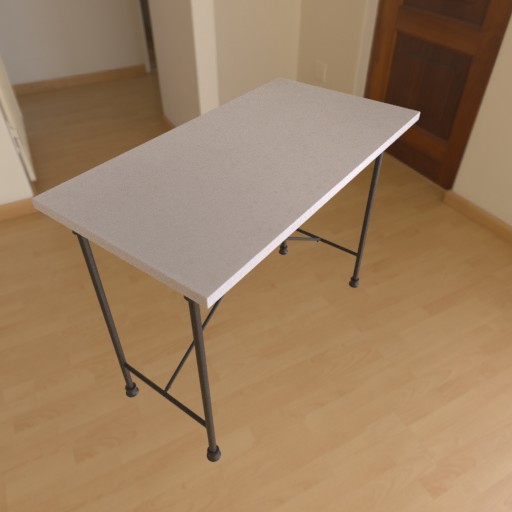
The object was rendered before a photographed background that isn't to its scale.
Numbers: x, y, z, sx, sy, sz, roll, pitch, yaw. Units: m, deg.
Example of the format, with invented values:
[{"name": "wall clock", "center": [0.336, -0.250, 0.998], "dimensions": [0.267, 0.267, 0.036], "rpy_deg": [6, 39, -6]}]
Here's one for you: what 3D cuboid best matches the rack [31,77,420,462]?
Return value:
[{"name": "rack", "center": [0.000, 0.000, 1.662], "dimensions": [0.613, 0.880, 1.159], "rpy_deg": [26, 47, 27]}]
